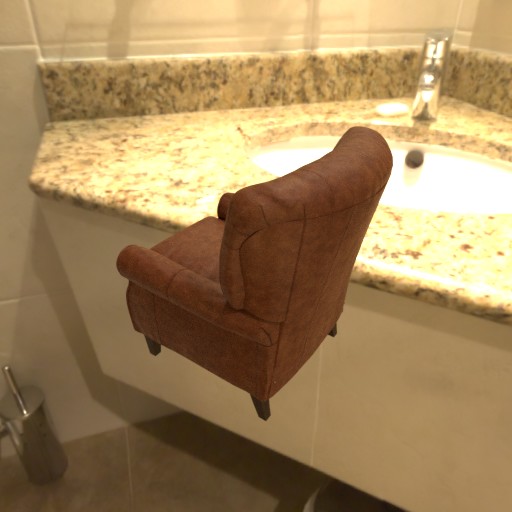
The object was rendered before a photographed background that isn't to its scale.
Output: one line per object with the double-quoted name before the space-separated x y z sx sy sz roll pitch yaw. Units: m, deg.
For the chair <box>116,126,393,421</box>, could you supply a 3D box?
"chair" 0.000 0.000 2.048 1.059 1.164 0.951 21 38 29
